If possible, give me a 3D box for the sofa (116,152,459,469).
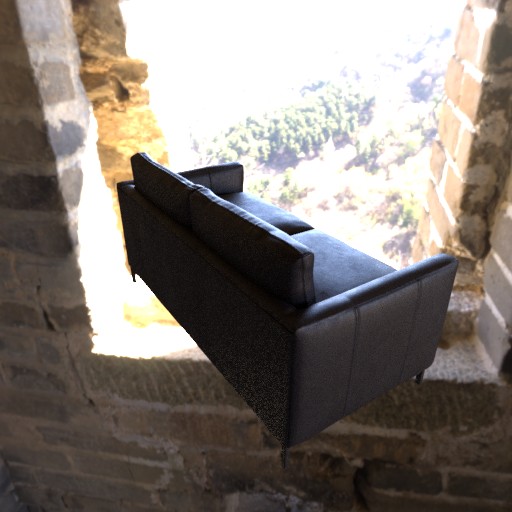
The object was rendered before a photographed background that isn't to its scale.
[{"bbox_3d":[0.000,0.000,2.351,0.947,0.883,1.805,-19,33,-31],"label":"sofa"}]
